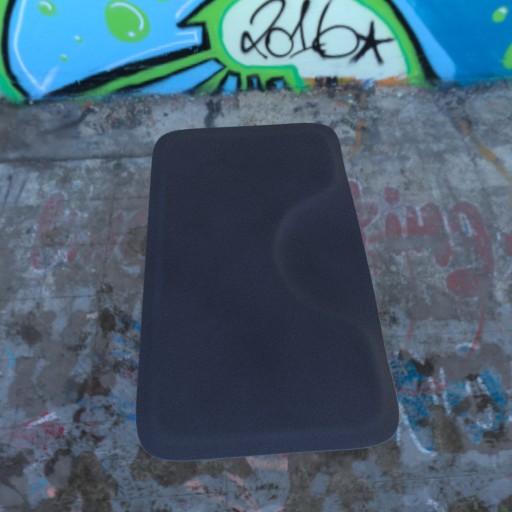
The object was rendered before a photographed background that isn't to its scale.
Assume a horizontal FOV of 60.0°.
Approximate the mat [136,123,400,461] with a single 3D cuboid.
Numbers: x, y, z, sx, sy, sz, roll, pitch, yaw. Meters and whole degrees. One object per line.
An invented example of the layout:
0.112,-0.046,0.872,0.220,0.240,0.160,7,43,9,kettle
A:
0.000,0.000,1.842,0.918,0.013,1.524,-3,60,-2,mat
